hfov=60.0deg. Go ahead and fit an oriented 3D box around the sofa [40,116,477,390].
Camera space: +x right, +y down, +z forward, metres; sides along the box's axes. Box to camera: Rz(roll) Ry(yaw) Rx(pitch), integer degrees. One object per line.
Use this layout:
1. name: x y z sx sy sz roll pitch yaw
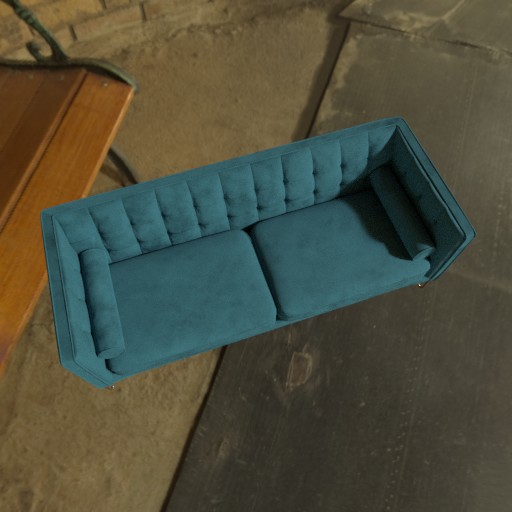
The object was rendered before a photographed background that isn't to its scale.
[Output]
1. sofa: 0.000 0.000 2.570 2.087 0.789 0.867 -17 65 -8
